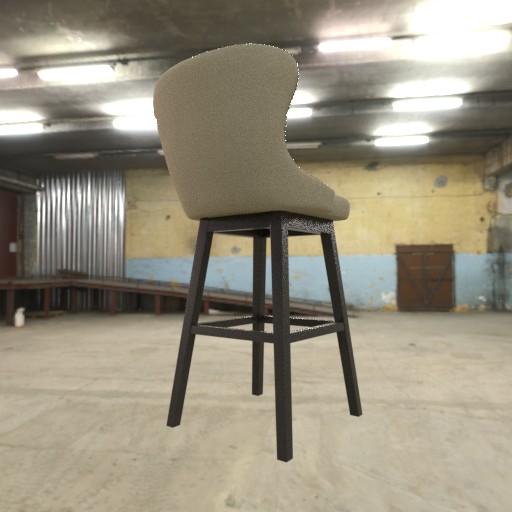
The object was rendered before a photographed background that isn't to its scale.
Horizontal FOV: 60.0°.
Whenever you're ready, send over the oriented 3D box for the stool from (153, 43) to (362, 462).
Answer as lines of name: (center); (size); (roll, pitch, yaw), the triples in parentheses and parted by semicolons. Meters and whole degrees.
stool: (0.000, 0.000, 1.410); (0.528, 1.066, 0.605); (-2, -3, 37)
